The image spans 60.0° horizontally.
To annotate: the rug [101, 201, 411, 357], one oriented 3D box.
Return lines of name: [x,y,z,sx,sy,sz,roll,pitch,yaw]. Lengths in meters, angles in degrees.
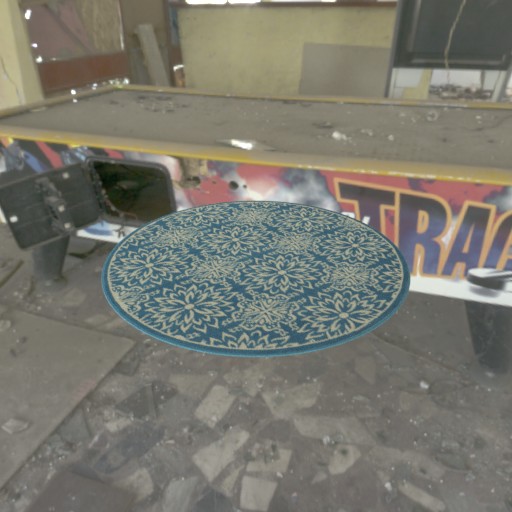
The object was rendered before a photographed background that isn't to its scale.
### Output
rug: [0.000,0.000,2.388,1.593,0.012,1.593,0,29,0]
